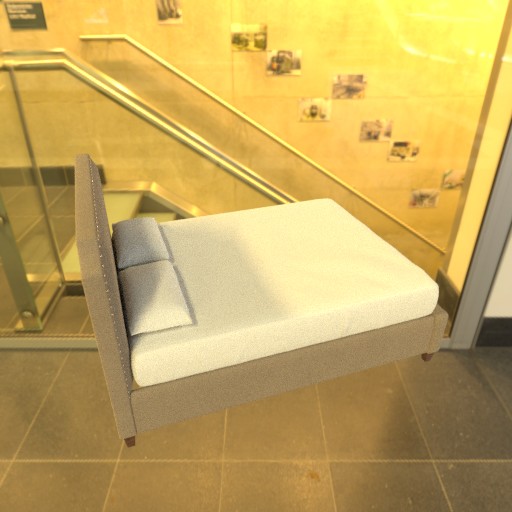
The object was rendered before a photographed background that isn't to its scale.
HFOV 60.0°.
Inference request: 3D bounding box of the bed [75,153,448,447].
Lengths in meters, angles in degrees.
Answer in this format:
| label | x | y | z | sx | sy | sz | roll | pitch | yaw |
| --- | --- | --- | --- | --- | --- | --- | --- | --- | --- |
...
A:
| label | x | y | z | sx | sy | sz | roll | pitch | yaw |
| --- | --- | --- | --- | --- | --- | --- | --- | --- | --- |
| bed | 0.000 | 0.000 | 3.377 | 2.329 | 1.415 | 1.703 | -10 | 32 | -17 |
